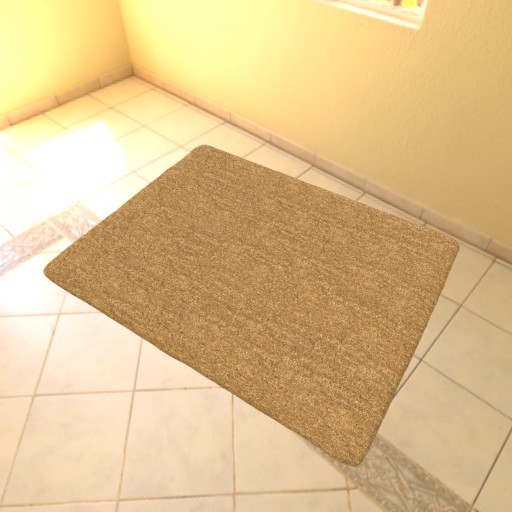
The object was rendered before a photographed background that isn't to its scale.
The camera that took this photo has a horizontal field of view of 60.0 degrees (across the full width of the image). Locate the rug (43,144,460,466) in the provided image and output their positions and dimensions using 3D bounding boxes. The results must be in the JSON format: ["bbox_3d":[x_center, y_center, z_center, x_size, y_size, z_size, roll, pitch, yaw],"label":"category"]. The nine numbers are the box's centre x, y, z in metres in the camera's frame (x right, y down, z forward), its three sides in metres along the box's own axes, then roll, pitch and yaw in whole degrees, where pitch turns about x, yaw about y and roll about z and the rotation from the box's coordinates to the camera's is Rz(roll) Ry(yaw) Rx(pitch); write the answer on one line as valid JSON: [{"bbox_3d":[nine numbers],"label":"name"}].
[{"bbox_3d":[0.000,0.000,3.734,2.873,0.050,2.242,25,52,21],"label":"rug"}]
